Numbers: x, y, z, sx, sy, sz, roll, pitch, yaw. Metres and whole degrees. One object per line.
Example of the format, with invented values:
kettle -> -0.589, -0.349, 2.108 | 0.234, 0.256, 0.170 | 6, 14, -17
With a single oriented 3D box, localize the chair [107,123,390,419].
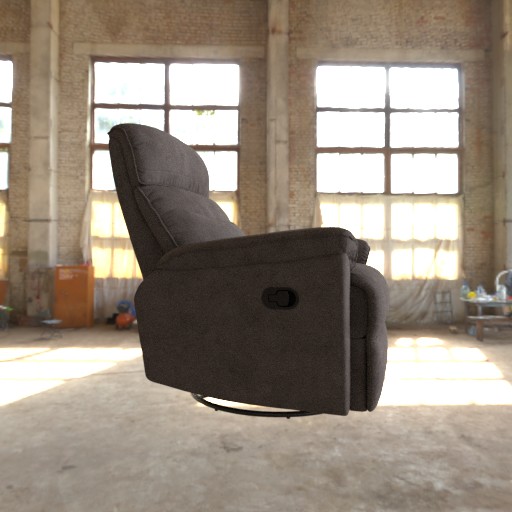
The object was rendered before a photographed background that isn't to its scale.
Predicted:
chair -> 0.000, 0.000, 1.751 | 1.009, 1.036, 0.830 | 0, -1, 18
